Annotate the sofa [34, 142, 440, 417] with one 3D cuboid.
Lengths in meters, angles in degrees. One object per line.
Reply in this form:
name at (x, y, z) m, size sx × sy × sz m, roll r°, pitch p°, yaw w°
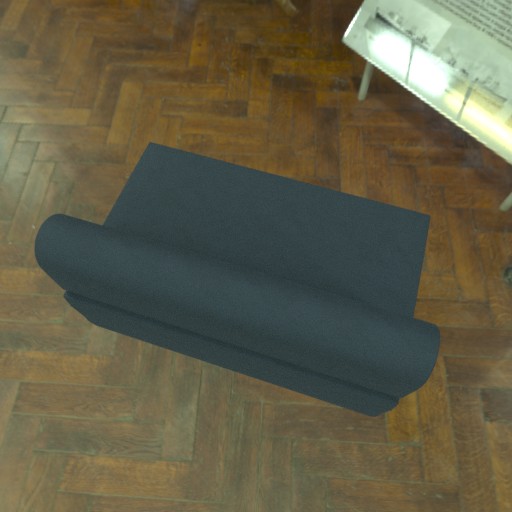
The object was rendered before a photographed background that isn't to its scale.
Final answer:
sofa at (0.000, 0.000, 1.669) m, size 1.219 × 0.660 × 0.762 m, roll 16°, pitch 64°, yaw 8°
